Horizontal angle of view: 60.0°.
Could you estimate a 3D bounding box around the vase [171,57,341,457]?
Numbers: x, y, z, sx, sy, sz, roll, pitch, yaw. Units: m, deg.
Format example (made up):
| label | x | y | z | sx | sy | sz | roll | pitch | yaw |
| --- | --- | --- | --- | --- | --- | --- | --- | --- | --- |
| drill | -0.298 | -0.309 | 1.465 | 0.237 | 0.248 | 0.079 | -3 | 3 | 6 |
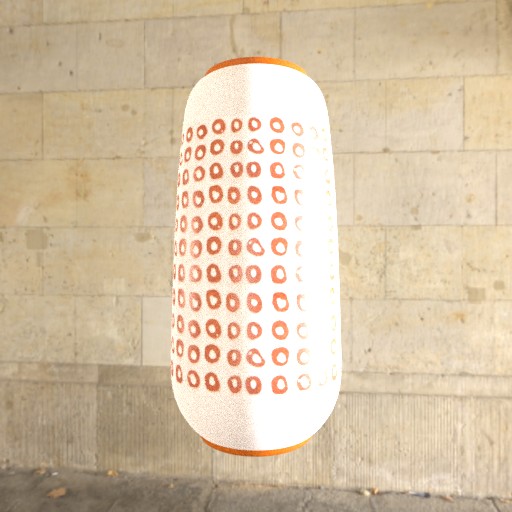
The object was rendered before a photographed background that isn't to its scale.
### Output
| label | x | y | z | sx | sy | sz | roll | pitch | yaw |
| --- | --- | --- | --- | --- | --- | --- | --- | --- | --- |
| vase | 0.000 | 0.000 | 0.353 | 0.133 | 0.282 | 0.133 | 0 | 0 | 0 |
